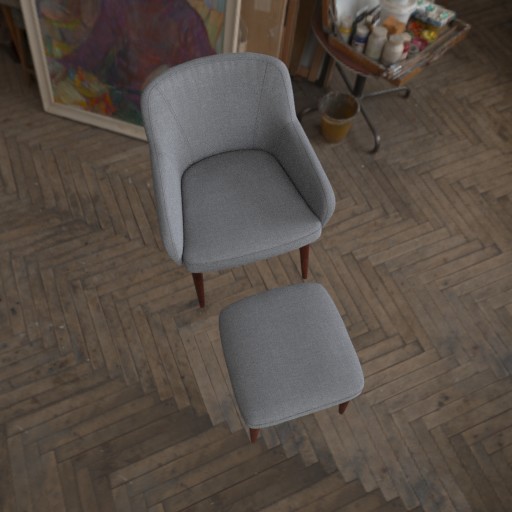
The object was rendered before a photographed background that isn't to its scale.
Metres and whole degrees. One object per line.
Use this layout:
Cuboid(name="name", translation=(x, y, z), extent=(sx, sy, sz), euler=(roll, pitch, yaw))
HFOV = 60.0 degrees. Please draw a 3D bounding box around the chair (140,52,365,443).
Cuboid(name="chair", translation=(0.000, 0.000, 1.546), extent=(0.584, 0.799, 1.107), euler=(-15, 65, -7))
